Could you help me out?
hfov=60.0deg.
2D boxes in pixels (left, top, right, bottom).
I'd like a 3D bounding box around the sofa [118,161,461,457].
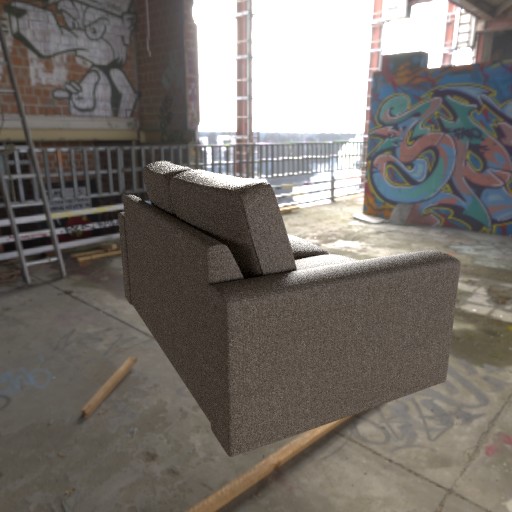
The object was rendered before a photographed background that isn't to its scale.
[{"bbox_3d":[0.000,0.000,2.190,1.016,0.873,1.616,-8,17,-26],"label":"sofa"}]
